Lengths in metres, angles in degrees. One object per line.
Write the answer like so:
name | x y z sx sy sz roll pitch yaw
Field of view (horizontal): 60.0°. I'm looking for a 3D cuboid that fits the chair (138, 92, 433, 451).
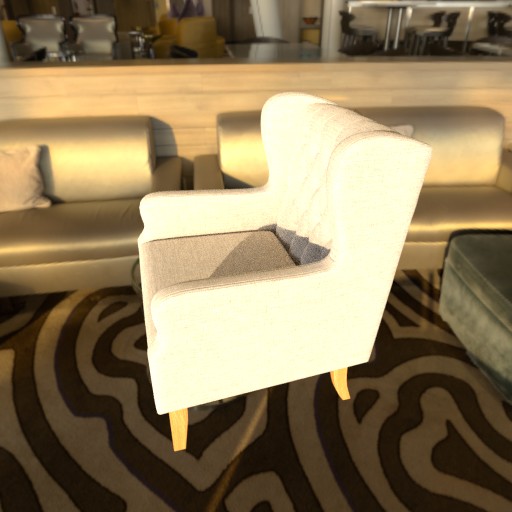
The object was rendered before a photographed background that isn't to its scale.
chair | 0.000 0.000 1.481 0.760 0.930 0.710 -8 30 -13
